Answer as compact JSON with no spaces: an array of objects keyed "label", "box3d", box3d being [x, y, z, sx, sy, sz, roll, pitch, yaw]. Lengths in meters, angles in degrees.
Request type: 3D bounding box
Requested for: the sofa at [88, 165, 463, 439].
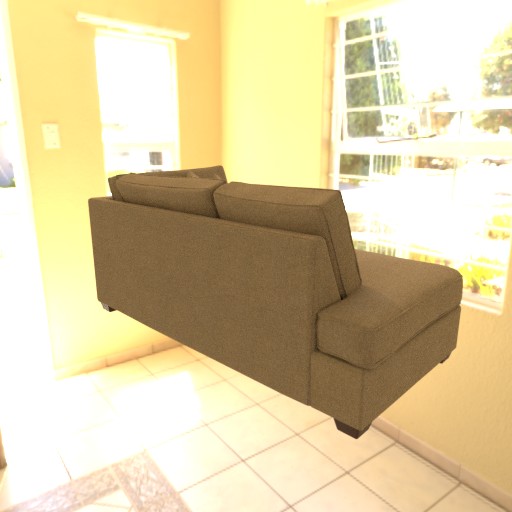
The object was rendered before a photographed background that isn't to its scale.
[{"label":"sofa","box3d":[0.000,0.000,2.789,2.238,1.019,1.110,14,20,42]}]
